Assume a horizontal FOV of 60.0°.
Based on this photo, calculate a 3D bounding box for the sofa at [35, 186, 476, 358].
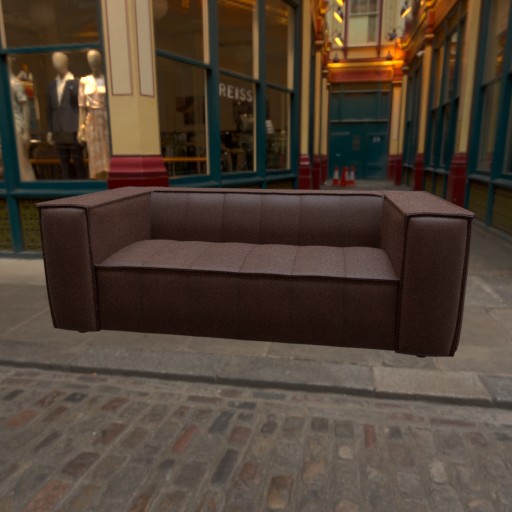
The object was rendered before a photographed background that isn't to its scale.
[{"bbox_3d":[0.000,0.000,2.589,2.088,0.703,1.102,2,14,9],"label":"sofa"}]
